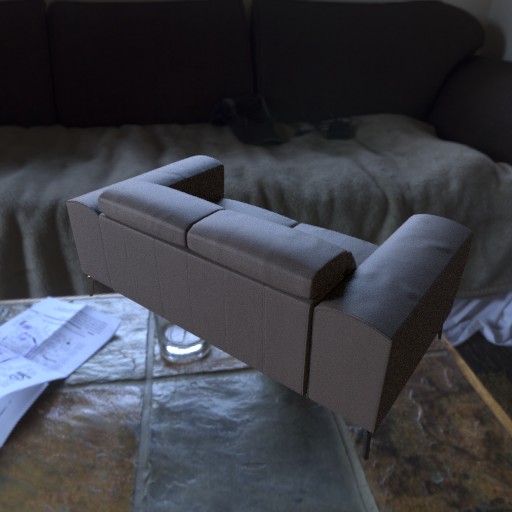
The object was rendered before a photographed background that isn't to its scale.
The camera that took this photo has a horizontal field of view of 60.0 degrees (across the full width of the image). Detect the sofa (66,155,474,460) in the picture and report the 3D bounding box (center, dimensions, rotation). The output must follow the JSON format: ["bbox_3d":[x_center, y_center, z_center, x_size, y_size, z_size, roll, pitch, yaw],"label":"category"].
[{"bbox_3d":[0.000,0.000,2.375,1.895,0.779,1.003,21,37,32],"label":"sofa"}]
